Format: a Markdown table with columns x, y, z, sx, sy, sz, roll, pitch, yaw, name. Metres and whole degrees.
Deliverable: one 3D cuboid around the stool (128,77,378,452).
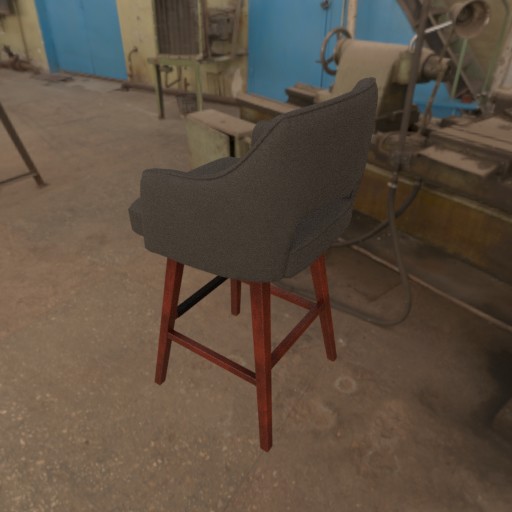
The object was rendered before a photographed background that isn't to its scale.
| x | y | z | sx | sy | sz | roll | pitch | yaw | name |
| --- | --- | --- | --- | --- | --- | --- | --- | --- | --- |
| 0.000 | 0.000 | 1.322 | 0.558 | 1.012 | 0.548 | 21 | 38 | 28 | stool |
